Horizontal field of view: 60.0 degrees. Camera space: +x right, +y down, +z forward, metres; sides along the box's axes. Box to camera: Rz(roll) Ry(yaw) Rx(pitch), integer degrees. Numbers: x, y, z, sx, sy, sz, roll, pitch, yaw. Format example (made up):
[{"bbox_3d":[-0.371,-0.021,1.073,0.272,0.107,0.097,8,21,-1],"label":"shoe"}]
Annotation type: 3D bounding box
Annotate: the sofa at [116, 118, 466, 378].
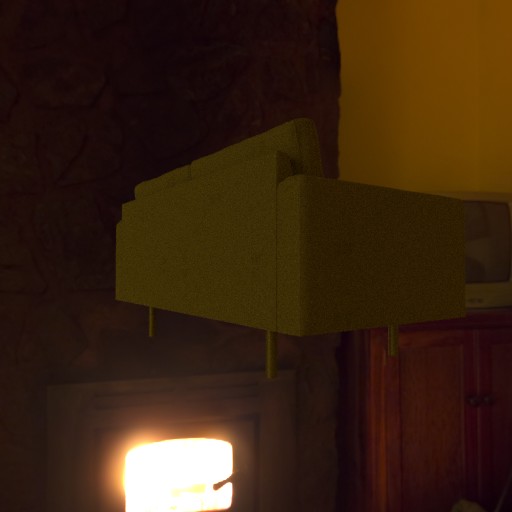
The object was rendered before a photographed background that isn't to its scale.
[{"bbox_3d":[0.000,0.000,2.246,0.889,0.897,1.730,1,-1,-35],"label":"sofa"}]
